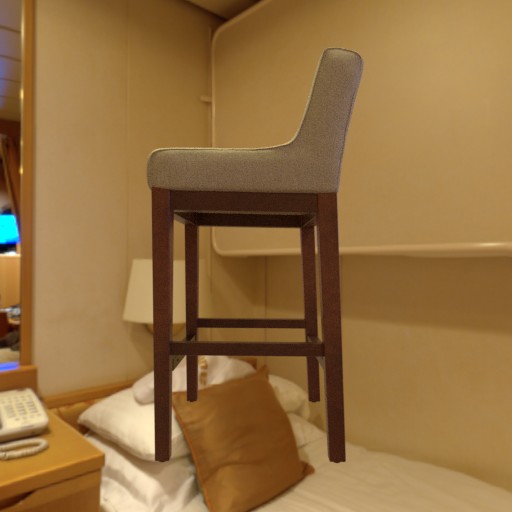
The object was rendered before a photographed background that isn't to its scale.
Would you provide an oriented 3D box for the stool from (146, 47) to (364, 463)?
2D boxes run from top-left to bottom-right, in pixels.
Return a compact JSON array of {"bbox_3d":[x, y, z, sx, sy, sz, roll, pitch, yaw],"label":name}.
[{"bbox_3d":[0.000,0.000,1.230,0.500,0.937,0.511,0,-1,1],"label":"stool"}]
